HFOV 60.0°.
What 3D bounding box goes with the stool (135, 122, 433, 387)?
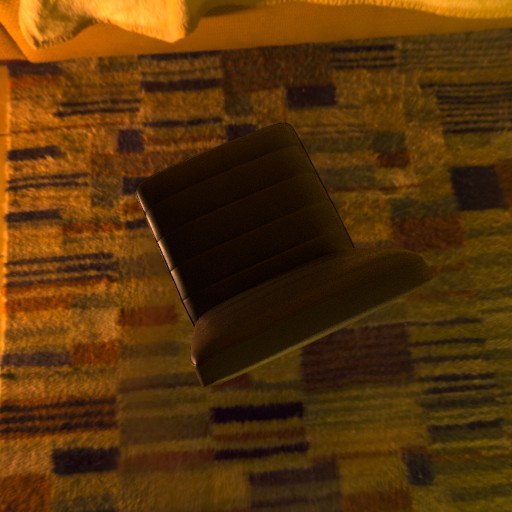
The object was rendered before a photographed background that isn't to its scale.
[{"bbox_3d":[0.000,0.000,1.248,0.457,0.938,0.552,-24,78,-6],"label":"stool"}]
